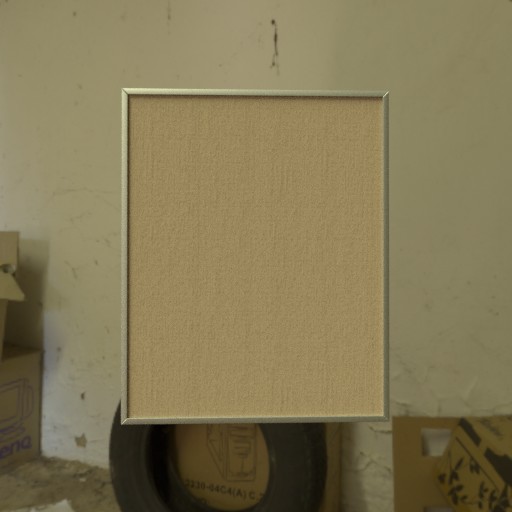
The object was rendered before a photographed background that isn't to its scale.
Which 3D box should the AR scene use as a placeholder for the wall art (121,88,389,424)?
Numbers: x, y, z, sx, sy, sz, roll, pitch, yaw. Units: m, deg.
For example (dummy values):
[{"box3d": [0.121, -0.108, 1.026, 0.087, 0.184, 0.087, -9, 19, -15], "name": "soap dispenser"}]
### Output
[{"box3d": [0.000, 0.000, 0.755, 0.445, 0.553, 0.039, 0, 0, -2], "name": "wall art"}]
